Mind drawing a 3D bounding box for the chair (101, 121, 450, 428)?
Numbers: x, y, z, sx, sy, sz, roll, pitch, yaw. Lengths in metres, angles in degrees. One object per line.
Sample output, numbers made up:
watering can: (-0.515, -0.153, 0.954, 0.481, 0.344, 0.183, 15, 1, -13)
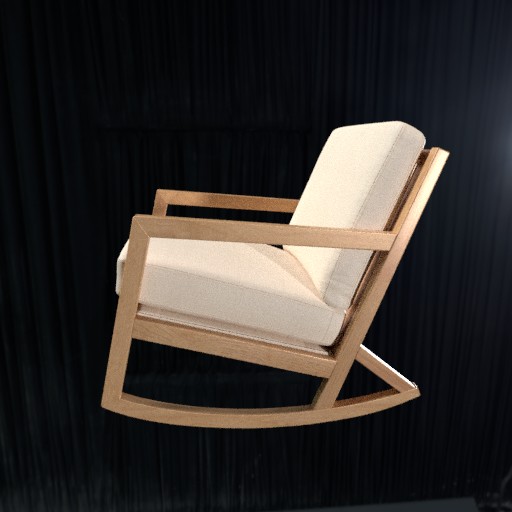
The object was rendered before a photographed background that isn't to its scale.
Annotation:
chair: (0.000, 0.000, 1.385, 0.857, 0.790, 0.622, -2, 14, -7)
